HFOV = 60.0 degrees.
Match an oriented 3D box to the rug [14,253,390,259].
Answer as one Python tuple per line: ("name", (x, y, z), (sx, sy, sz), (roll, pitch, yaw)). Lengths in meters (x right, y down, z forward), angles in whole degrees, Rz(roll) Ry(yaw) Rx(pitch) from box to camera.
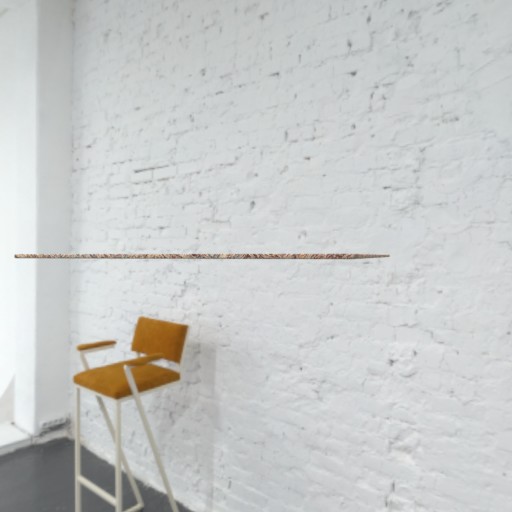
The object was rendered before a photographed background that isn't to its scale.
("rug", (0.000, 0.000, 2.832), (1.523, 0.019, 2.285), (0, 0, 20))
